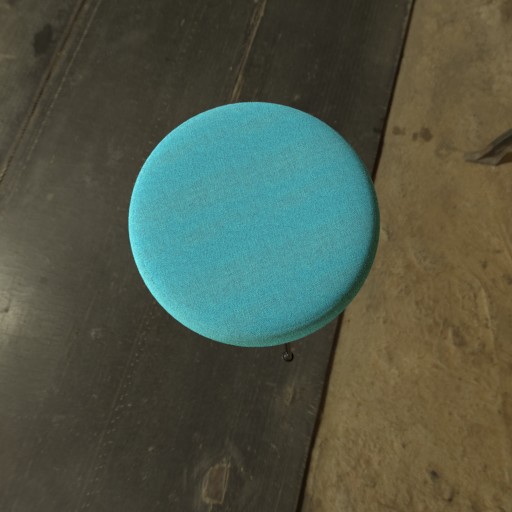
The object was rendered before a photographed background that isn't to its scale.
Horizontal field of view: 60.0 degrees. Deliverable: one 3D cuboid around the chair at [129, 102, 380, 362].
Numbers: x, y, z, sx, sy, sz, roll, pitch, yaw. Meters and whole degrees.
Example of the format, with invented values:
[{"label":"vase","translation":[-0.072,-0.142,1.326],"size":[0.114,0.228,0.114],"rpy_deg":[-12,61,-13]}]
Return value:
[{"label":"chair","translation":[0.000,0.000,0.712],"size":[0.350,0.440,0.350],"rpy_deg":[-22,76,-6]}]
